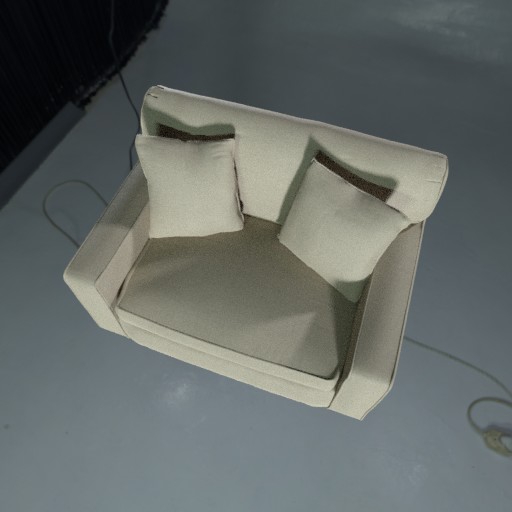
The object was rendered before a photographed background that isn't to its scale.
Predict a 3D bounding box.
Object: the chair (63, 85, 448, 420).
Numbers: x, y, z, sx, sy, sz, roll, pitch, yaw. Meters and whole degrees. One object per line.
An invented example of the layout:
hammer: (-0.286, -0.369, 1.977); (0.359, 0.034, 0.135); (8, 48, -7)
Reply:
chair: (0.000, 0.000, 2.065); (1.383, 0.948, 1.000); (17, 60, 10)
